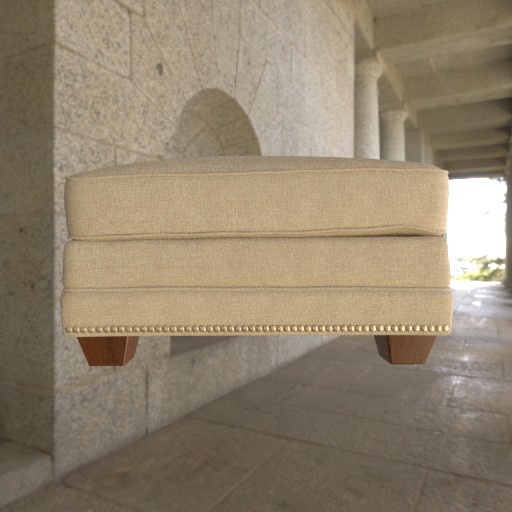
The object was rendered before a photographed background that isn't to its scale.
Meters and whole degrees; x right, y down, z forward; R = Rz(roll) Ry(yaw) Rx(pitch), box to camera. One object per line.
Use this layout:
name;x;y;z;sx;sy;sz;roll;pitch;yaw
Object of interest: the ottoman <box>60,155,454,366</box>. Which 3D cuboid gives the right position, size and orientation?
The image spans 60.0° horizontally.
ottoman;0.000;0.000;1.152;0.813;0.458;0.559;0;0;-1
